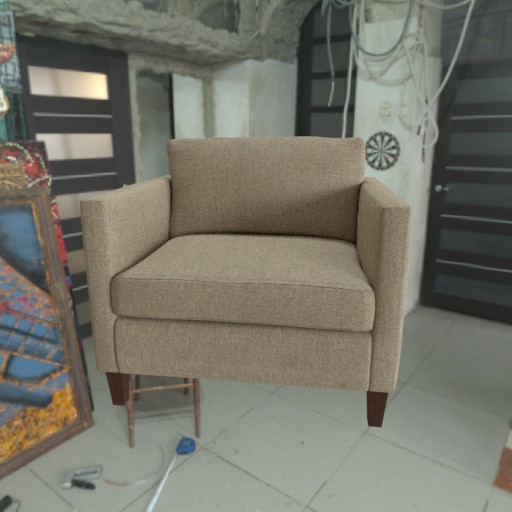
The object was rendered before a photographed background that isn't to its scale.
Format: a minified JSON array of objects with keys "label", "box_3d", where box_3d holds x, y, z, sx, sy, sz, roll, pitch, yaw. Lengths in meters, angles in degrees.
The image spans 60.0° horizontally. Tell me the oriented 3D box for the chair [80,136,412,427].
[{"label":"chair","box_3d":[0.000,0.000,1.899,1.107,0.987,0.959,2,16,7]}]
